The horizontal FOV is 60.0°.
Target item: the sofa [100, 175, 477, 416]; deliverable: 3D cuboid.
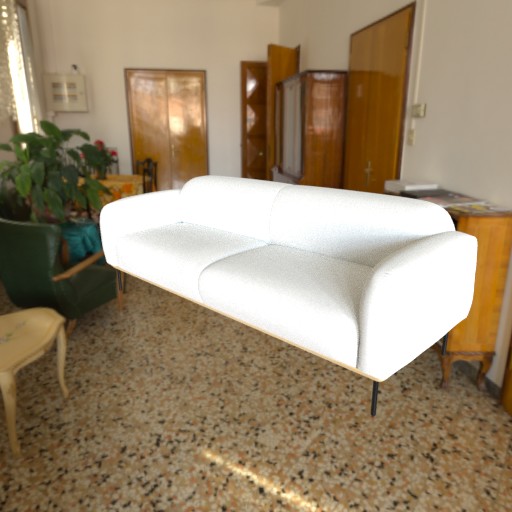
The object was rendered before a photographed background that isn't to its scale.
[{"bbox_3d":[0.000,0.000,2.599,2.257,0.780,0.880,16,22,42],"label":"sofa"}]
